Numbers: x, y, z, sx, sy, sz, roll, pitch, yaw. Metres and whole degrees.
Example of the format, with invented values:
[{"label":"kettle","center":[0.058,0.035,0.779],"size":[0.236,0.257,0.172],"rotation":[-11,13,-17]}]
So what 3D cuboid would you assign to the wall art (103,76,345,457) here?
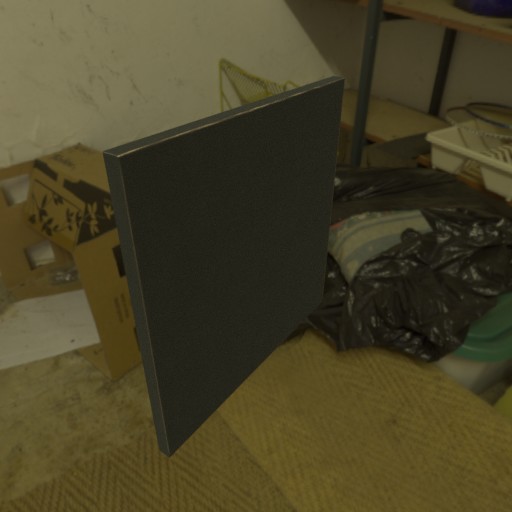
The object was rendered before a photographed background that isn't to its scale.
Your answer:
[{"label":"wall art","center":[0.000,0.000,0.456],"size":[0.015,0.303,0.304],"rotation":[21,38,30]}]
